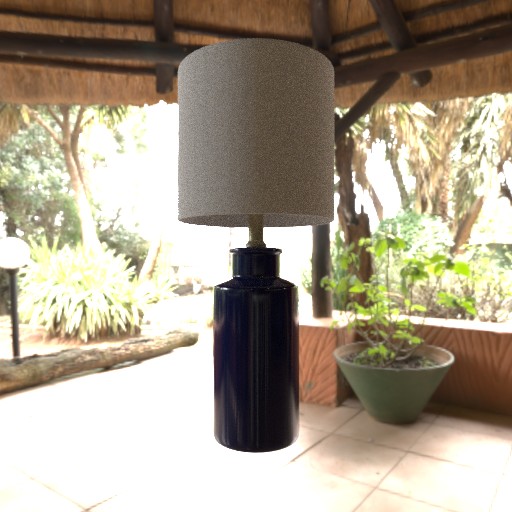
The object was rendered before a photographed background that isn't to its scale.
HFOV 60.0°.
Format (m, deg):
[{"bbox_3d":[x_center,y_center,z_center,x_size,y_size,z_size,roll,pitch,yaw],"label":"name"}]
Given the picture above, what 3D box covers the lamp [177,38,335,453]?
[{"bbox_3d":[0.000,0.000,0.606,0.212,0.493,0.212,-1,-1,36],"label":"lamp"}]
